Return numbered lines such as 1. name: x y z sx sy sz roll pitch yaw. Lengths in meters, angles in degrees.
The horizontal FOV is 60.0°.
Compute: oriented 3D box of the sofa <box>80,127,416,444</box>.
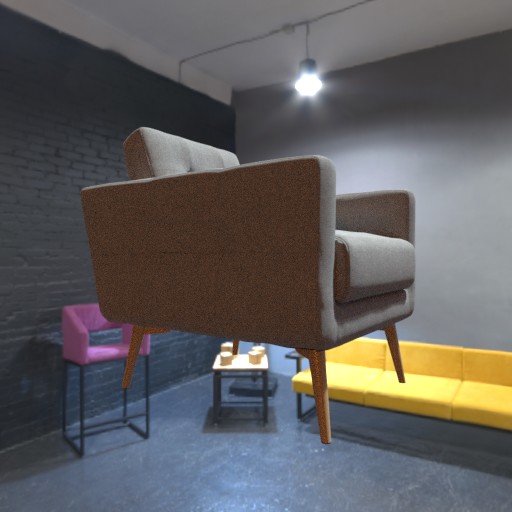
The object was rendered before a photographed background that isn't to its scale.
1. sofa: 0.000 0.000 1.503 0.920 0.860 0.770 0 1 35
